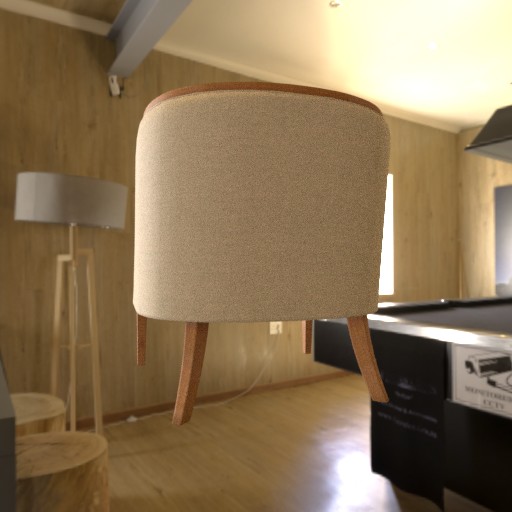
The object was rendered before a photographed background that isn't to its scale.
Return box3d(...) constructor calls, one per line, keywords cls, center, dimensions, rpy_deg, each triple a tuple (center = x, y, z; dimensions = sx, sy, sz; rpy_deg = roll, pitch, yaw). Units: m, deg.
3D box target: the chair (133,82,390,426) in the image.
box3d(cls="chair", center=(0.000, 0.000, 1.363), dimensions=(0.711, 0.775, 0.757), rpy_deg=(0, -1, -18))
